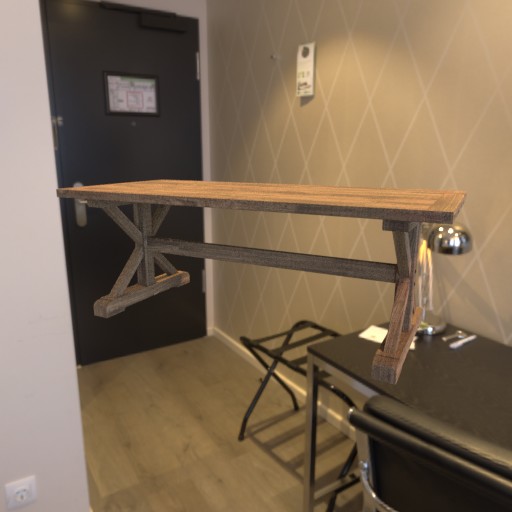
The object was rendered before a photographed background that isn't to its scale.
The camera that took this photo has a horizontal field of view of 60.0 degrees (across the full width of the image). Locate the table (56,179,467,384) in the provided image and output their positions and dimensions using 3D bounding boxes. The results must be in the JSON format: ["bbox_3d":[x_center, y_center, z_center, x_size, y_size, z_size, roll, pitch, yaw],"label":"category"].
[{"bbox_3d":[0.000,0.000,2.481,2.031,0.733,0.907,7,15,27],"label":"table"}]
